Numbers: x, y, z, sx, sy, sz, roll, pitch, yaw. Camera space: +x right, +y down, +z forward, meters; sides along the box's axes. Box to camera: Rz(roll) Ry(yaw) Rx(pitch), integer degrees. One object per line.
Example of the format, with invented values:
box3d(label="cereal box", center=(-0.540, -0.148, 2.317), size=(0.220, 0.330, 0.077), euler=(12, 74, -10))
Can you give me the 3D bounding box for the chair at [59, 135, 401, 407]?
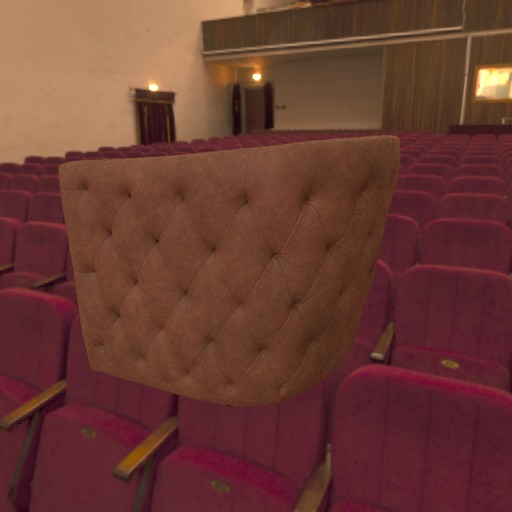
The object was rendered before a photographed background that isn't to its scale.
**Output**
box3d(label="chair", center=(0.000, 0.000, 1.504), size=(0.870, 0.790, 0.850), euler=(8, 17, 26))
